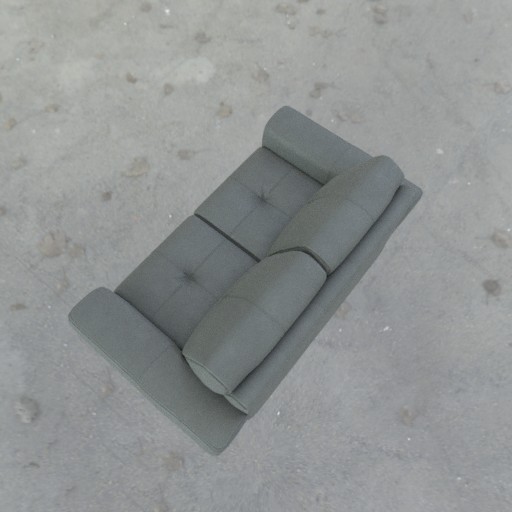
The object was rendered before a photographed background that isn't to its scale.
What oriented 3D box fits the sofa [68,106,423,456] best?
[{"bbox_3d":[0.000,0.000,2.405,1.018,0.907,1.806,37,70,15],"label":"sofa"}]
